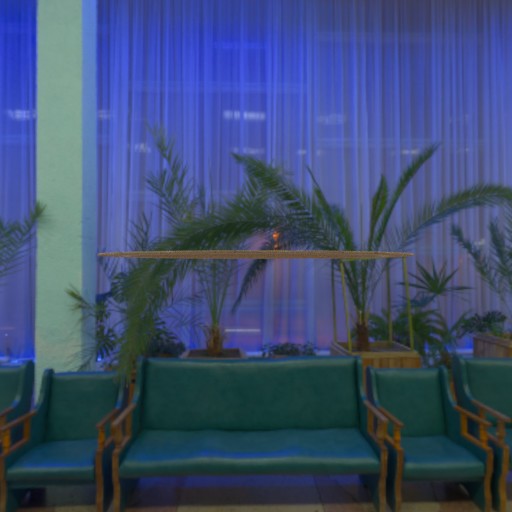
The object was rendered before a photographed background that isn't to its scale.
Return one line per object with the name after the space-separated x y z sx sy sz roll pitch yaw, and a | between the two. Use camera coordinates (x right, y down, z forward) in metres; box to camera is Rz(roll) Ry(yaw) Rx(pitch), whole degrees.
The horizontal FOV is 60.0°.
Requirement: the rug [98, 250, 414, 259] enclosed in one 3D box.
0.000 0.000 3.638 2.444 0.015 2.444 0 -1 0 | rug
